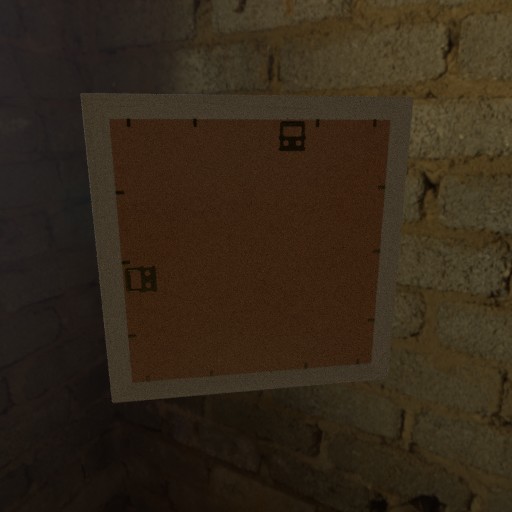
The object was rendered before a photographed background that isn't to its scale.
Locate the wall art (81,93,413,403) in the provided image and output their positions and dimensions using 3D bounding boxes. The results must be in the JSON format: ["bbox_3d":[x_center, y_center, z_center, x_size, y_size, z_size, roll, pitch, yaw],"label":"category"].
[{"bbox_3d":[0.000,0.000,0.856,0.584,0.584,0.013,-2,16,-9],"label":"wall art"}]
